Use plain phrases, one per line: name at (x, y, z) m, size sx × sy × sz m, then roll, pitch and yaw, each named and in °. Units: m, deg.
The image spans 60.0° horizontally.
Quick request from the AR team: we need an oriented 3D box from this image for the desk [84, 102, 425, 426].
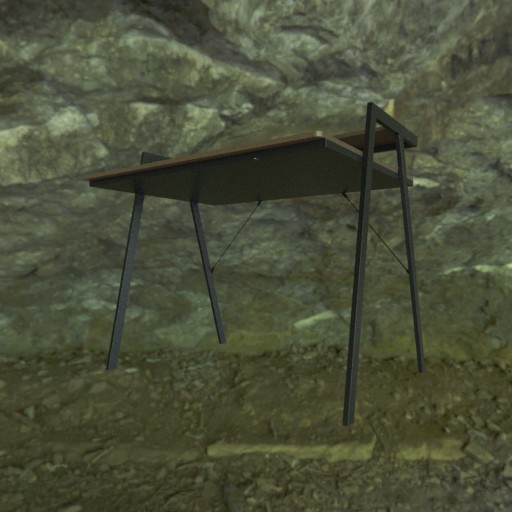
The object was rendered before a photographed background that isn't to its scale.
desk at (0.000, 0.000, 1.891) m, size 1.143 × 0.998 × 0.936 m, roll 0°, pitch -1°, yaw 36°
